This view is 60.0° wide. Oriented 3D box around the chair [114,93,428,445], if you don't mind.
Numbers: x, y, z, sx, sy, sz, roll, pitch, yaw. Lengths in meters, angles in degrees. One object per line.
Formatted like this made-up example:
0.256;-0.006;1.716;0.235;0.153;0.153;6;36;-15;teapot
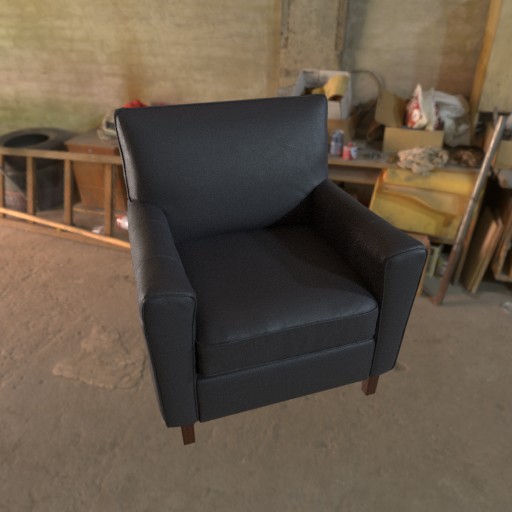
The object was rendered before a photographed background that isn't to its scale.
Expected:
0.000;0.000;1.616;0.870;0.943;0.825;-10;34;-15;chair
